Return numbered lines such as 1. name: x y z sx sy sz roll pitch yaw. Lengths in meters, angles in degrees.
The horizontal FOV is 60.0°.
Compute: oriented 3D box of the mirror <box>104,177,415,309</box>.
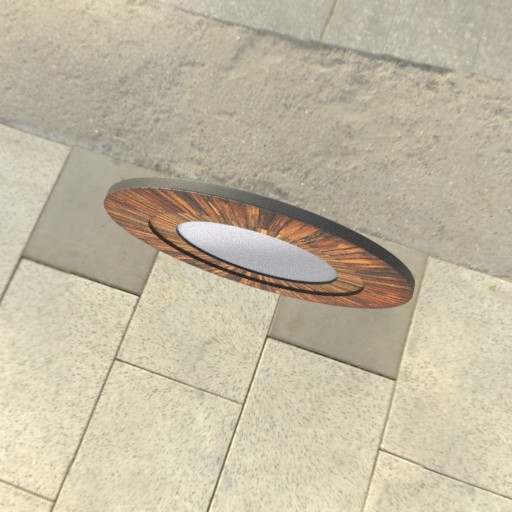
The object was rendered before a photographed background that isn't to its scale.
1. mirror: 0.000 0.000 1.572 1.077 1.077 0.036 16 76 4
